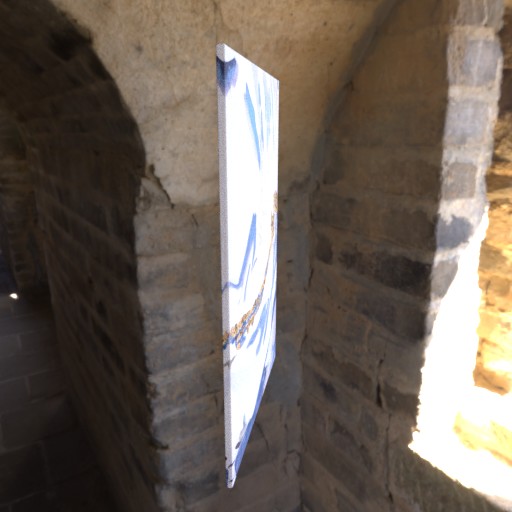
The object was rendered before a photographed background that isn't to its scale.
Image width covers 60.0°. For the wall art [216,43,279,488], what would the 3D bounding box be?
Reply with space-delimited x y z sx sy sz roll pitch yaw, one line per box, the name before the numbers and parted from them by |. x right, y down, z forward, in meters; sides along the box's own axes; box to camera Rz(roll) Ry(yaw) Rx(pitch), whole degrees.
wall art | 0.000 0.000 1.155 0.016 0.914 0.610 3 16 11
